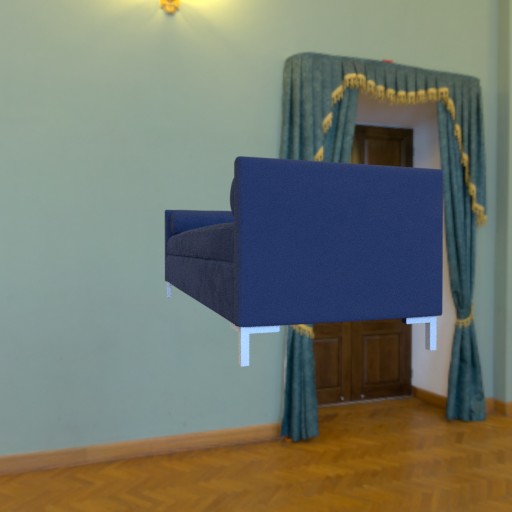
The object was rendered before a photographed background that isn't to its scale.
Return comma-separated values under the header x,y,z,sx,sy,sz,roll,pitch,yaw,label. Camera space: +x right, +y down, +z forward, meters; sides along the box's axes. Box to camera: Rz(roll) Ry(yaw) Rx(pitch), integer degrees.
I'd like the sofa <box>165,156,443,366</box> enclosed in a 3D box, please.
x,y,z,sx,sy,sz,roll,pitch,yaw,label
0.000,0.000,2.466,0.797,0.657,2.102,0,1,-18,sofa
